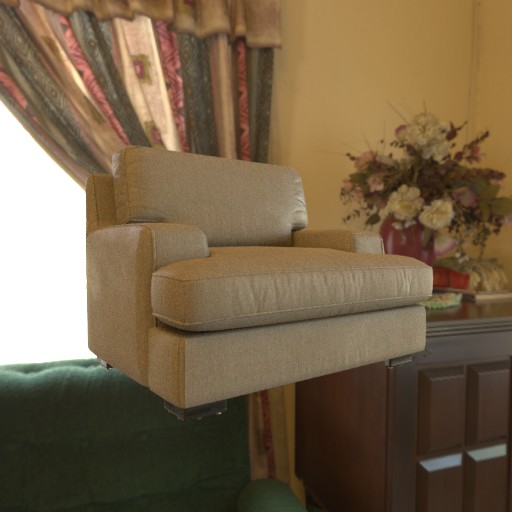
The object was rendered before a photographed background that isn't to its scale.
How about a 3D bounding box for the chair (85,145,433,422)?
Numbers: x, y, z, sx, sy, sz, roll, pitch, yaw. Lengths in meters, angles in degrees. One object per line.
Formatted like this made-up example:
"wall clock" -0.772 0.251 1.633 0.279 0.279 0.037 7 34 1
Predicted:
"chair" 0.000 0.000 1.975 1.270 0.974 1.043 -1 2 -37
